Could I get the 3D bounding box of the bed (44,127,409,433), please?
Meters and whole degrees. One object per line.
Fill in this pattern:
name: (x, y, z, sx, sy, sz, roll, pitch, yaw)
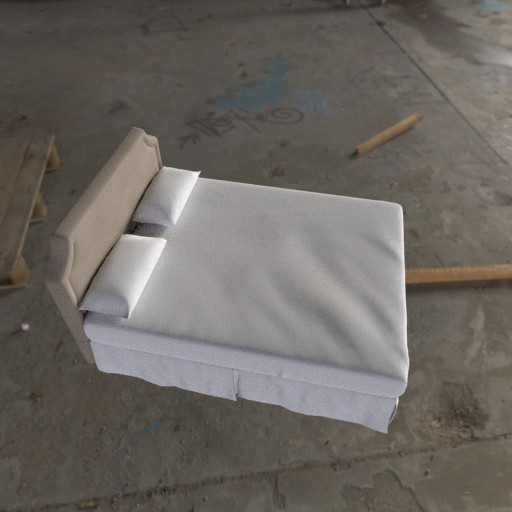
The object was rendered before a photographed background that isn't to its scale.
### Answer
bed: (0.000, 0.000, 3.646, 2.498, 1.293, 1.977, 9, 47, 8)
